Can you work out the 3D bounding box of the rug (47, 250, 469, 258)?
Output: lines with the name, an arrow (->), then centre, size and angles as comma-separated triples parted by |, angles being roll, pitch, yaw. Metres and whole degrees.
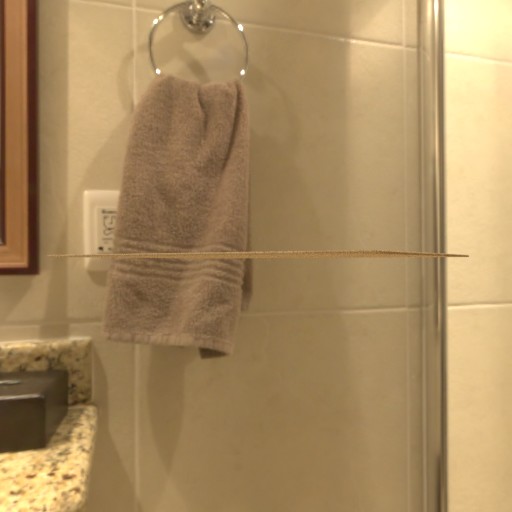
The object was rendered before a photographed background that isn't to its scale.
rug -> 0.000, 0.000, 2.754 | 2.144, 0.013, 1.509 | 0, -1, 36
